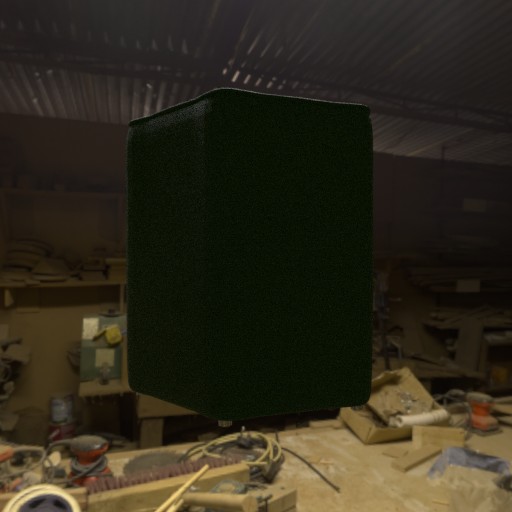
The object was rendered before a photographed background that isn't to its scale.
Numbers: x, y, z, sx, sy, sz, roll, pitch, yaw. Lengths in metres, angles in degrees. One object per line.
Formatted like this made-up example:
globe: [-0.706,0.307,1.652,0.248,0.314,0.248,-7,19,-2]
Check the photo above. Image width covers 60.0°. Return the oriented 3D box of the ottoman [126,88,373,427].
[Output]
ottoman: [0.000,0.000,0.883,0.499,0.507,0.444,0,-1,-18]
